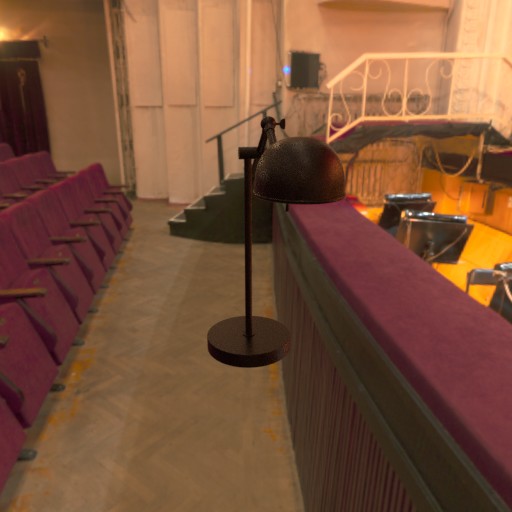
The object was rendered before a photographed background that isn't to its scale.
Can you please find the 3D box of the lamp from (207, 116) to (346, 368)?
[{"bbox_3d":[0.000,0.000,0.823,0.185,0.495,0.567,-3,18,-8],"label":"lamp"}]
